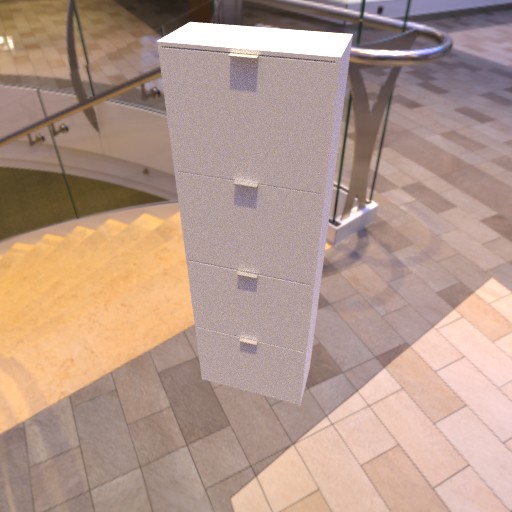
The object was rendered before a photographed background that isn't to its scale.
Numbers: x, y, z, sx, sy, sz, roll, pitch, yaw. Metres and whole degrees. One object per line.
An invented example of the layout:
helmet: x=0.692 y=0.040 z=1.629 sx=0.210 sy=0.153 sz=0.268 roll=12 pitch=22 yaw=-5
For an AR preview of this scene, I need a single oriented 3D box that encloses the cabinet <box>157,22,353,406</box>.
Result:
cabinet: x=0.000 y=0.000 z=1.796 sx=0.520 sy=1.630 sz=0.255 roll=11 pitch=41 yaw=13
